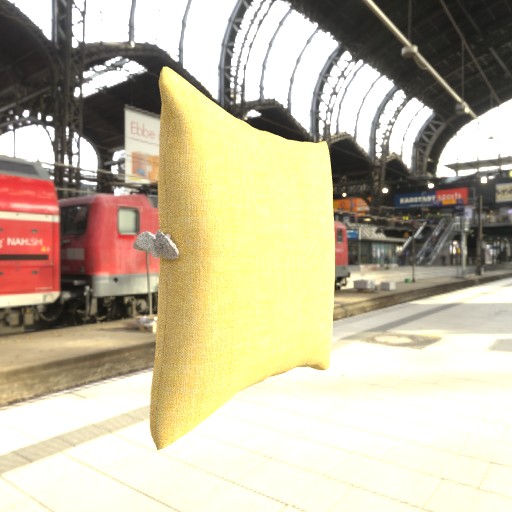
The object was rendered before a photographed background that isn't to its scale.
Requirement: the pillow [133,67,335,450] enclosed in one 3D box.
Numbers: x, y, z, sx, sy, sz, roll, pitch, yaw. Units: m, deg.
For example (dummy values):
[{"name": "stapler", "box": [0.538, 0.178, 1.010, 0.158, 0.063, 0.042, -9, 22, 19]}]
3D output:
[{"name": "pillow", "box": [0.000, 0.000, 0.754, 0.167, 0.481, 0.485, 0, 0, 35]}]
